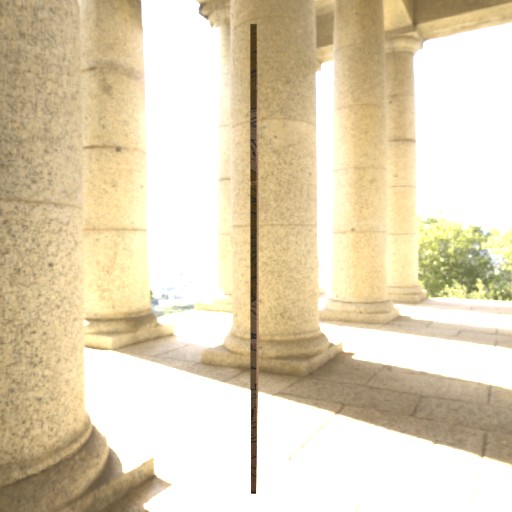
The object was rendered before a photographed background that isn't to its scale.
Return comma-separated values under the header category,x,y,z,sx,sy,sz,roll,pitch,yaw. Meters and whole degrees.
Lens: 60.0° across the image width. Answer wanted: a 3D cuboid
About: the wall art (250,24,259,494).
category,x,y,z,sx,sy,sz,roll,pitch,yaw
wall art,0.000,0.000,1.312,0.013,0.913,0.904,0,2,1
